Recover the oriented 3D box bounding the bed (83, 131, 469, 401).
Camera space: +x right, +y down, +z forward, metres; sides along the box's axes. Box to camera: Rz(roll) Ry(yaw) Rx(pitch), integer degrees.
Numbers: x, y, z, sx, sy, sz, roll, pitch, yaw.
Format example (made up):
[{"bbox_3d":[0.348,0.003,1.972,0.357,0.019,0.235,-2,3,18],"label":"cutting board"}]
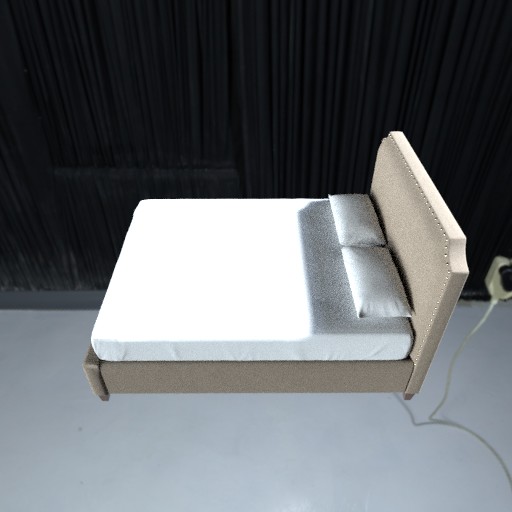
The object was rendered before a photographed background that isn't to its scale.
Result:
[{"bbox_3d":[0.000,0.000,3.435,2.329,1.415,1.703,0,40,0],"label":"bed"}]
